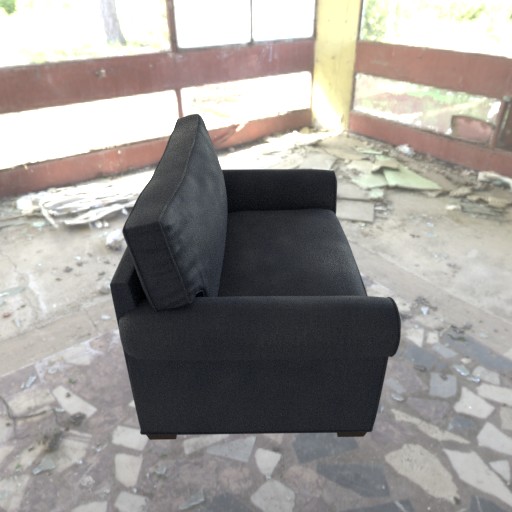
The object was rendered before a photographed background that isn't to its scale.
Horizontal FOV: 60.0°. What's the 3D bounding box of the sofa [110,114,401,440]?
[{"bbox_3d":[0.000,0.000,2.051,0.938,1.004,1.405,0,31,-1],"label":"sofa"}]
